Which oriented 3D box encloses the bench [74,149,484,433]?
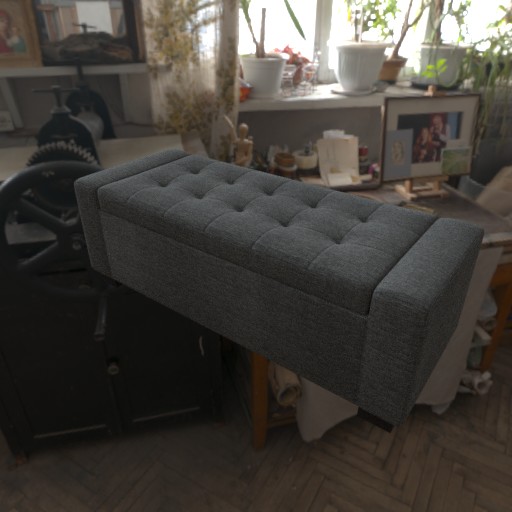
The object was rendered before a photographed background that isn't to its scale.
[{"bbox_3d":[0.000,0.000,1.547,1.296,0.445,0.508,21,36,31],"label":"bench"}]
